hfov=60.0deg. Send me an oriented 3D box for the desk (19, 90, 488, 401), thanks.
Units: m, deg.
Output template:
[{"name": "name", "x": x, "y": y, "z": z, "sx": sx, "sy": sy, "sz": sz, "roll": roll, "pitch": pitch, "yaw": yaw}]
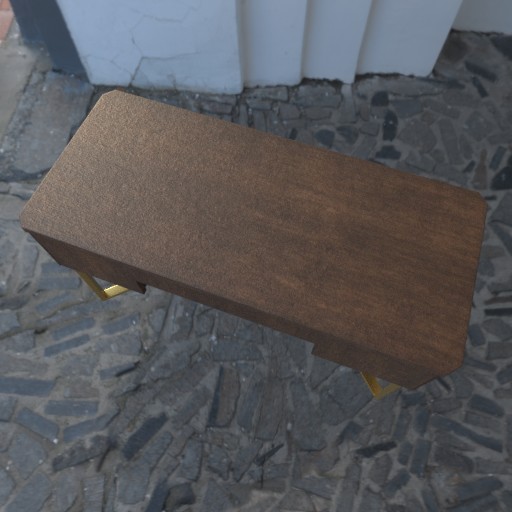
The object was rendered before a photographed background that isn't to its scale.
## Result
[{"name": "desk", "x": 0.000, "y": 0.000, "z": 1.848, "sx": 1.479, "sy": 0.762, "sz": 0.684, "roll": 18, "pitch": 65, "yaw": 9}]
